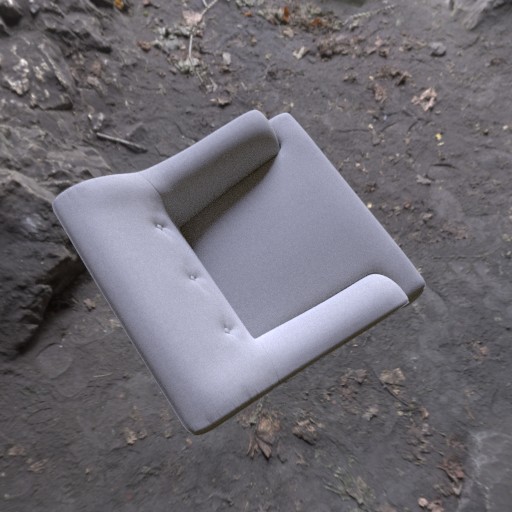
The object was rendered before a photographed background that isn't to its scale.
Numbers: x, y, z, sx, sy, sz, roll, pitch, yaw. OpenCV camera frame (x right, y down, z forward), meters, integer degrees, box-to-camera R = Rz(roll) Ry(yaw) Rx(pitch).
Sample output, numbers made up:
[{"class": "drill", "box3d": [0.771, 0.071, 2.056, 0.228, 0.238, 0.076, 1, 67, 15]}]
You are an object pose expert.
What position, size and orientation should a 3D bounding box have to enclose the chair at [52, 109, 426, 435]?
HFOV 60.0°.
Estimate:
[{"class": "chair", "box3d": [0.000, 0.000, 1.659, 0.951, 0.818, 0.946, -34, 77, -9]}]
